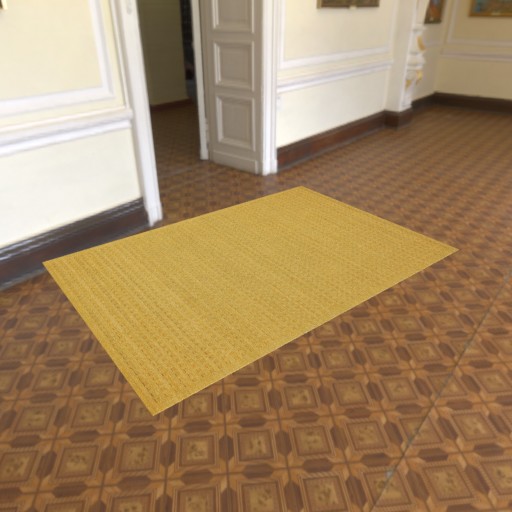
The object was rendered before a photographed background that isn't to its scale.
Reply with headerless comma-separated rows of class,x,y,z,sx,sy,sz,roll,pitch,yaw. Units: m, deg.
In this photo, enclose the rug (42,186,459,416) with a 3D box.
rug,0.000,0.000,3.728,2.895,0.006,1.981,-21,35,-33
